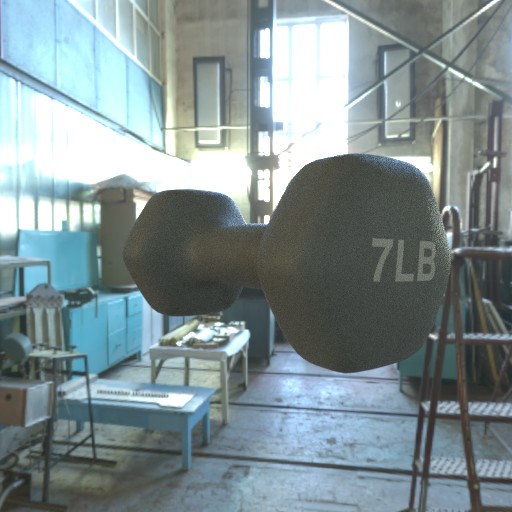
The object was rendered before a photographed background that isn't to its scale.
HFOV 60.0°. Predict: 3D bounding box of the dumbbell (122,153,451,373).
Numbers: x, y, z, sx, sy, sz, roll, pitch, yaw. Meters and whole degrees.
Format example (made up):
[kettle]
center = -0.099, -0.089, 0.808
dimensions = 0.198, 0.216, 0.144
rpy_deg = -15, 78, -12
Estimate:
[dumbbell]
center = 0.000, 0.000, 0.232
dimensions = 0.090, 0.081, 0.184
rpy_deg = -2, 3, -35
